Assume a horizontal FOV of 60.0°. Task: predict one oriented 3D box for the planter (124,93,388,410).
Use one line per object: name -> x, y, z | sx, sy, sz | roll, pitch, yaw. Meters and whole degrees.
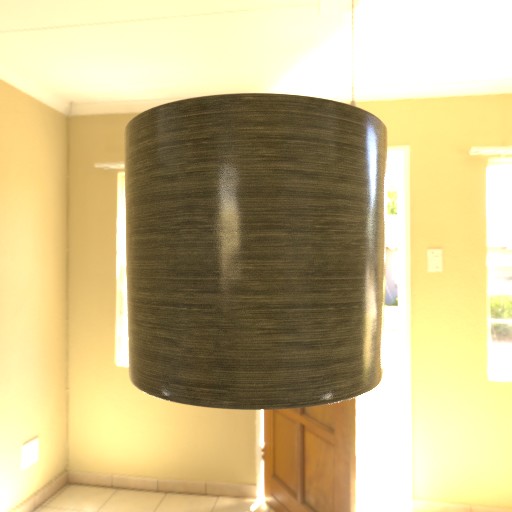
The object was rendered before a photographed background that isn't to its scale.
planter -> 0.000, 0.000, 0.387 | 0.221, 0.201, 0.221 | 0, -1, 0
